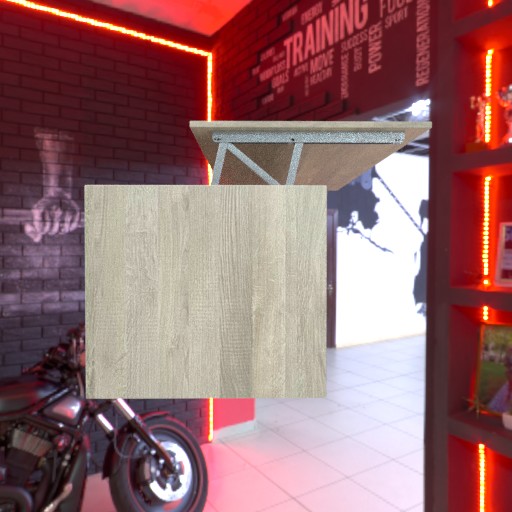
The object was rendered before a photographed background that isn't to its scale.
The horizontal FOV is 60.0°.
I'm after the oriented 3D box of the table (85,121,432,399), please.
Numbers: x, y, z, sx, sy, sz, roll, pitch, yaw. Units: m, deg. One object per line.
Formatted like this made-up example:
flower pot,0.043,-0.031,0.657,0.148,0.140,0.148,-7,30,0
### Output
table,0.000,0.000,1.410,0.712,0.570,1.000,0,1,-1
